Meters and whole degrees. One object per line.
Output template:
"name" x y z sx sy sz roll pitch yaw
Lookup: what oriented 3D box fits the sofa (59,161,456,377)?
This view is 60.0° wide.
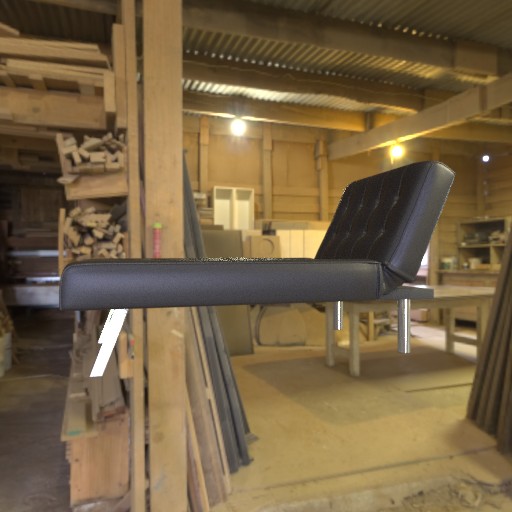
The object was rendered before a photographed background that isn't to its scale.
"sofa" 0.000 0.000 2.009 1.560 0.820 0.760 0 0 -17
